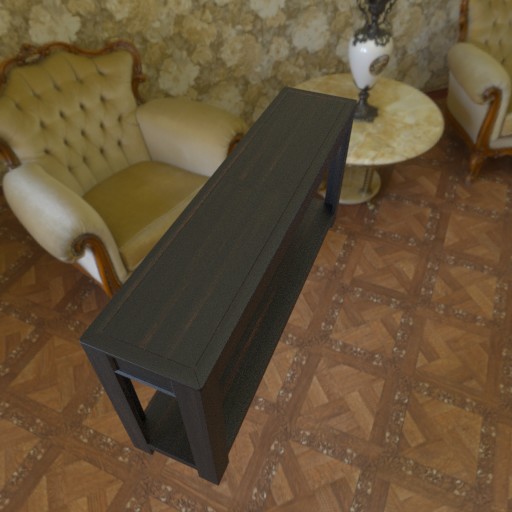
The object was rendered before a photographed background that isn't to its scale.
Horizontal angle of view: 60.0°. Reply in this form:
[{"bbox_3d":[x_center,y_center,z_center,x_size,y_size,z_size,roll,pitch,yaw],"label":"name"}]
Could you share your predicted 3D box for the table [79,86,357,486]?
[{"bbox_3d":[0.000,0.000,1.948,0.384,0.762,1.631,17,49,15],"label":"table"}]
